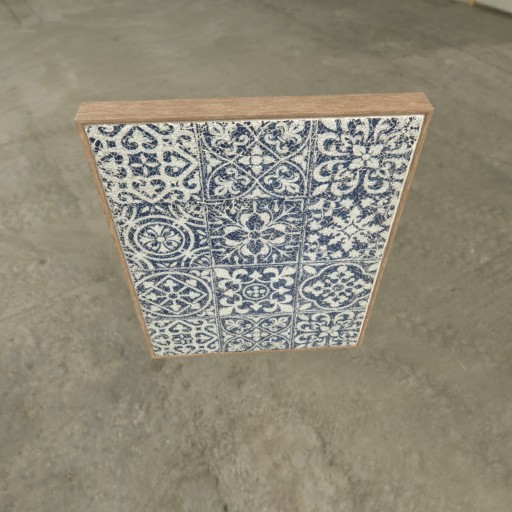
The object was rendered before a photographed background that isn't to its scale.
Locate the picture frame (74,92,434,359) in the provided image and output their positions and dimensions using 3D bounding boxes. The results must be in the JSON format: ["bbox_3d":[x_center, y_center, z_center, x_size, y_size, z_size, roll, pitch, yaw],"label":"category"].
[{"bbox_3d":[0.000,0.000,0.726,0.424,0.526,0.043,-3,46,-2],"label":"picture frame"}]
